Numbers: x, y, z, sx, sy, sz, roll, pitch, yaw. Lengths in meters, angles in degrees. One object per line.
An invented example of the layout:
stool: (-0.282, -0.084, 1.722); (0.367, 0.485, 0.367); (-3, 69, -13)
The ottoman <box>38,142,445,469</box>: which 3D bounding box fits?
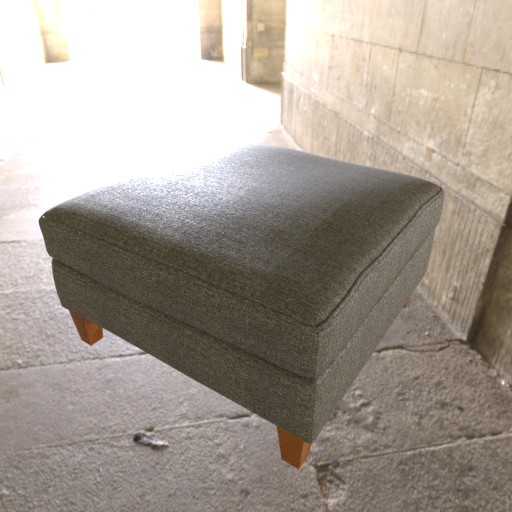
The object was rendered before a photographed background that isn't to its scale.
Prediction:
ottoman: (0.000, 0.000, 1.321); (0.838, 0.481, 0.838); (19, 35, 29)
